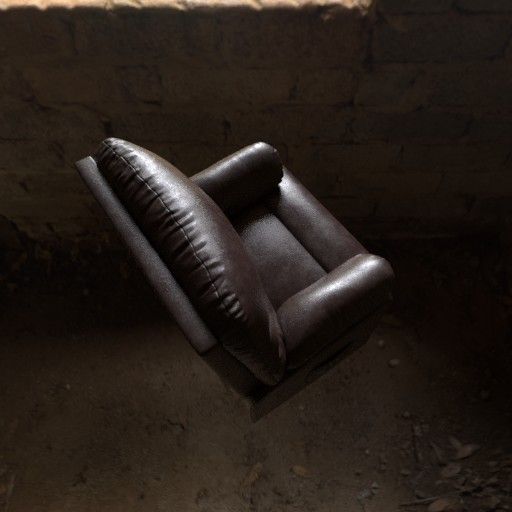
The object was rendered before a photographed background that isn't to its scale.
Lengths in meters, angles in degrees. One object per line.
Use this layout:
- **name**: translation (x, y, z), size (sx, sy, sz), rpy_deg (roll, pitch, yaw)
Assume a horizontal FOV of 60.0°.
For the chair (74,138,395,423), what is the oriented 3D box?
- **chair**: translation (0.000, 0.000, 1.753), size (0.879, 1.041, 0.940), rpy_deg (-31, 63, -17)
